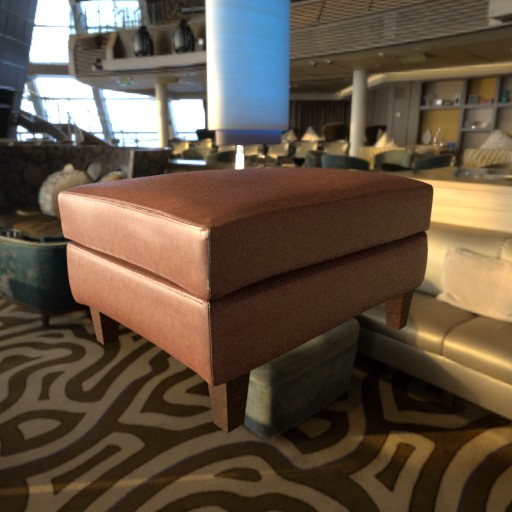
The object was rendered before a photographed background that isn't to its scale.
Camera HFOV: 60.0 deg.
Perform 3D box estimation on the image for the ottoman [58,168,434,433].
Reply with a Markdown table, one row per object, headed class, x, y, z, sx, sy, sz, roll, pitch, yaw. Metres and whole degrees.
| class | x | y | z | sx | sy | sz | roll | pitch | yaw |
| --- | --- | --- | --- | --- | --- | --- | --- | --- | --- |
| ottoman | 0.000 | 0.000 | 1.251 | 0.851 | 0.485 | 0.650 | -15 | 21 | -42 |
